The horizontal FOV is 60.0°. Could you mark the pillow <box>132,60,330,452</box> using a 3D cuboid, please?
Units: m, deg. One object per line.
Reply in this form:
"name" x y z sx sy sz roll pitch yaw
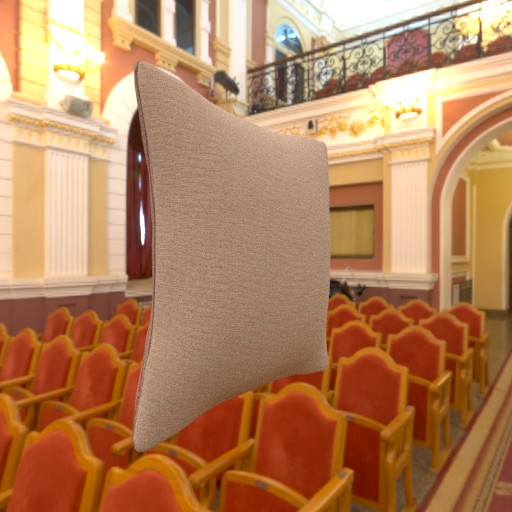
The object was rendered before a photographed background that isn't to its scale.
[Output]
"pillow" 0.000 0.000 0.640 0.136 0.419 0.437 0 0 36
